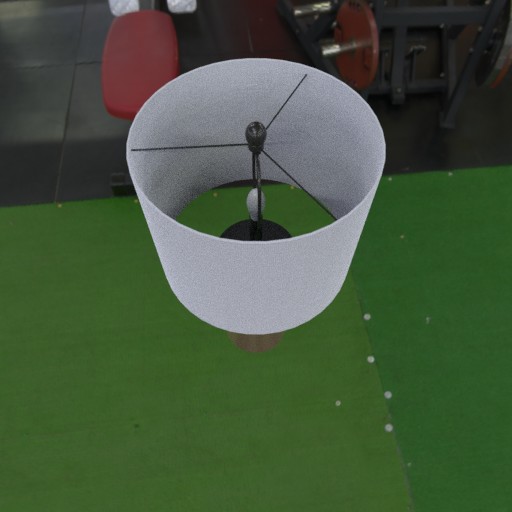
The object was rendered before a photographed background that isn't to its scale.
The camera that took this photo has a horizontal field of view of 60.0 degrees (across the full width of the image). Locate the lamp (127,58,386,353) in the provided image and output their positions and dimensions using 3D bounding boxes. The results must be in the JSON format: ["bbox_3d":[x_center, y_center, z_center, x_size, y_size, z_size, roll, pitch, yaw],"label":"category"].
[{"bbox_3d":[0.000,0.000,0.752,0.304,0.573,0.304,-3,58,-2],"label":"lamp"}]
